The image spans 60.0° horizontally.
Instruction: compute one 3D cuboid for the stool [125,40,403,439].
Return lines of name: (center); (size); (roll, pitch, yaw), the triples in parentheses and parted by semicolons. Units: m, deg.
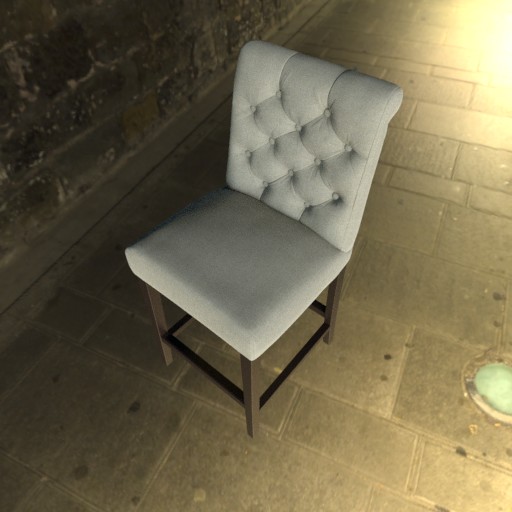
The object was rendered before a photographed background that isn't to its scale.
stool: (0.000, 0.000, 1.371); (0.493, 1.040, 0.601); (31, 54, 26)
